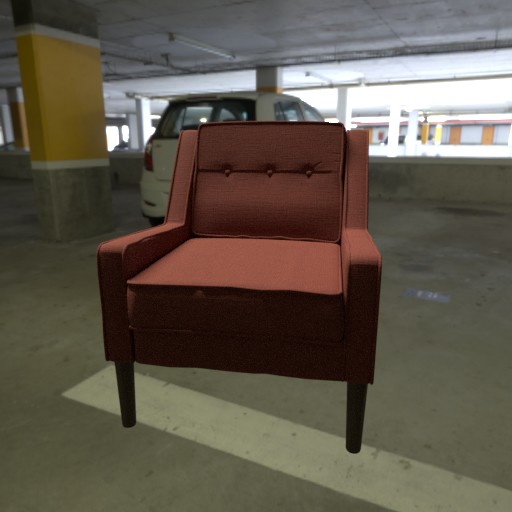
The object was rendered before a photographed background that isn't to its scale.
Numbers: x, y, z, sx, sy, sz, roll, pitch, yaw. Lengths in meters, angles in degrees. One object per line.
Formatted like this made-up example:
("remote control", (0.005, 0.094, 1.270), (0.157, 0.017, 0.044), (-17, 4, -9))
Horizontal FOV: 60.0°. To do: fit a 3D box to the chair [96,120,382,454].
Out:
("chair", (0.000, 0.000, 1.354), (0.680, 0.812, 0.770), (2, 15, 9))
